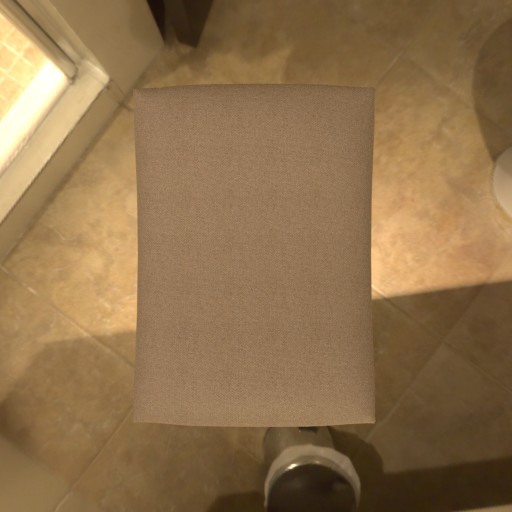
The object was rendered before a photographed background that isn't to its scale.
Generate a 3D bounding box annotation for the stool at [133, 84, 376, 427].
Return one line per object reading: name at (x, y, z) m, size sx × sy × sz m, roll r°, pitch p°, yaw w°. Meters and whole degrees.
stool at (0.000, 0.000, 0.938) m, size 0.375 × 0.632 × 0.509 m, roll 0°, pitch 90°, yaw 1°
